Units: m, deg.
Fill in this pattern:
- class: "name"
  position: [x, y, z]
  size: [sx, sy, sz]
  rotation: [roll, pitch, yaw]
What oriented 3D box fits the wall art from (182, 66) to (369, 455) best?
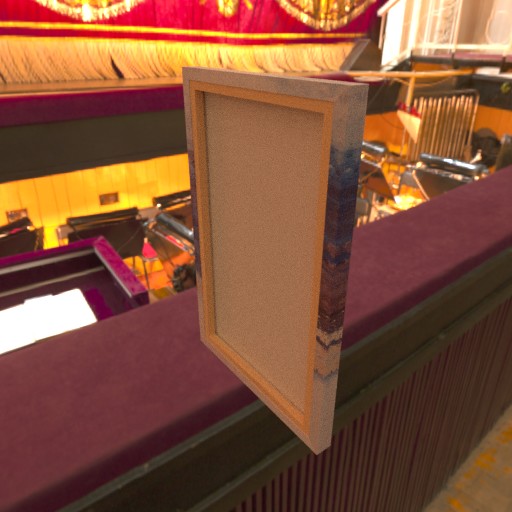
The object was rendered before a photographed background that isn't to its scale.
- class: "wall art"
  position: [0.000, 0.000, 1.145]
  size: [0.048, 0.874, 0.583]
  rotation: [-18, 32, -32]
